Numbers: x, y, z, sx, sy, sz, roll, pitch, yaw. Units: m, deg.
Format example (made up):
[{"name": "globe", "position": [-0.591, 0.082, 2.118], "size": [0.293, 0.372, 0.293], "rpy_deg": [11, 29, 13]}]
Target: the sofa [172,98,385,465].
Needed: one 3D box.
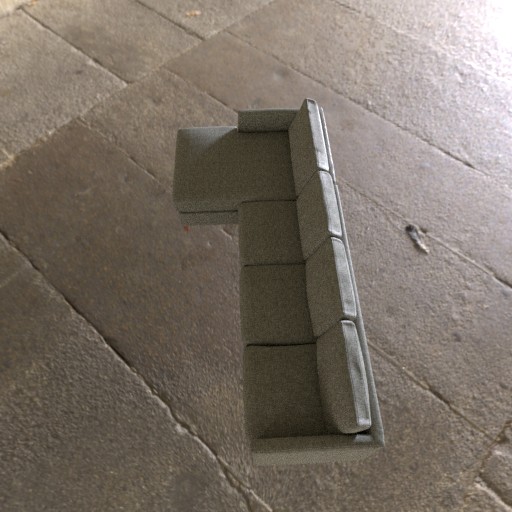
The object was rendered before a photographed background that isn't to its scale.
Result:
[{"name": "sofa", "position": [0.000, 0.000, 4.114], "size": [1.635, 0.960, 3.485], "rpy_deg": [-2, 58, -1]}]
